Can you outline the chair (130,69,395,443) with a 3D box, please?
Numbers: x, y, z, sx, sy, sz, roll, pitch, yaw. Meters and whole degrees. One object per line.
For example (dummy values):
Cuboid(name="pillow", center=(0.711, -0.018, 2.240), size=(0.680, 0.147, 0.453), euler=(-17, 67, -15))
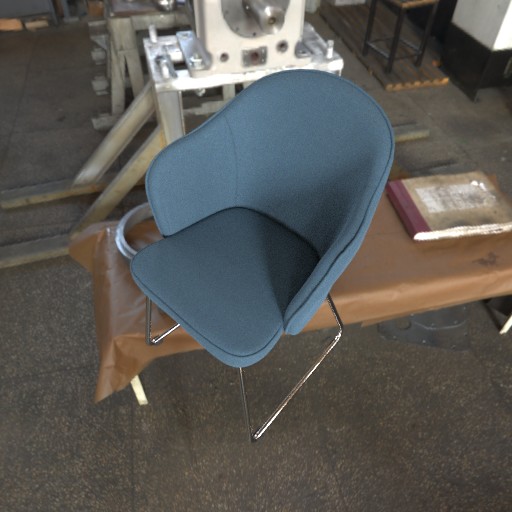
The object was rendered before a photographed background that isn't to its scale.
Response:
Cuboid(name="chair", center=(0.000, 0.000, 1.211), size=(0.570, 0.815, 0.585), euler=(34, 56, 28))
